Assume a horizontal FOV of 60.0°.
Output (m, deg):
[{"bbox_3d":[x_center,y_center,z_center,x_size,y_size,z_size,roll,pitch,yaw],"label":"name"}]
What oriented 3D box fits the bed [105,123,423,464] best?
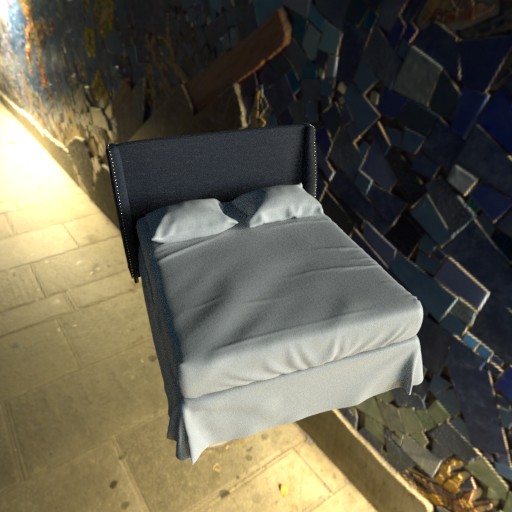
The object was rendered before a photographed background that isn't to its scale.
[{"bbox_3d":[0.000,0.000,3.459,1.925,1.332,2.276,-11,34,-16],"label":"bed"}]
